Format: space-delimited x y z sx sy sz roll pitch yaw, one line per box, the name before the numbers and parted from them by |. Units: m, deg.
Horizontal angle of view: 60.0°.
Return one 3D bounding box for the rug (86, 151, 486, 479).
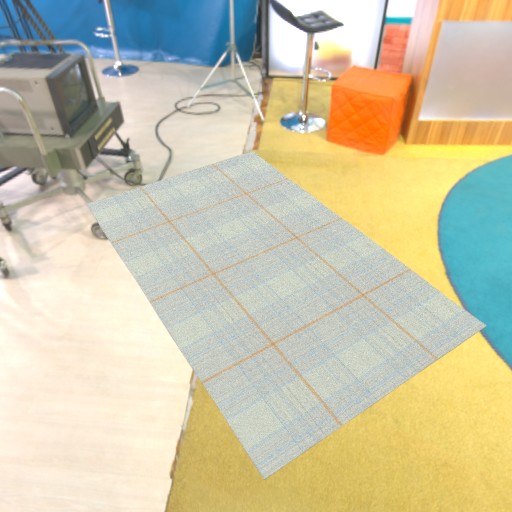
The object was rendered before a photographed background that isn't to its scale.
rug | 0.000 0.000 2.963 1.527 0.016 2.442 -24 47 -24
